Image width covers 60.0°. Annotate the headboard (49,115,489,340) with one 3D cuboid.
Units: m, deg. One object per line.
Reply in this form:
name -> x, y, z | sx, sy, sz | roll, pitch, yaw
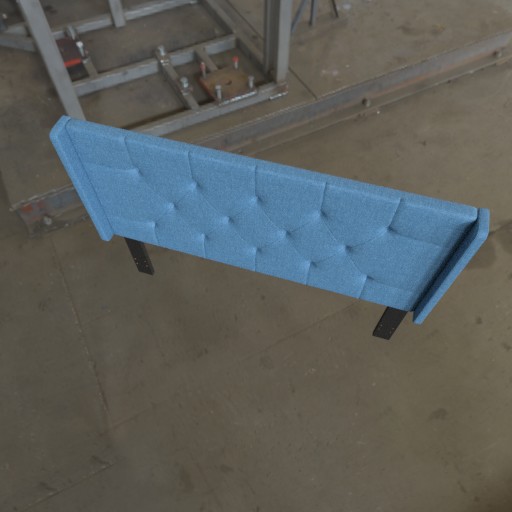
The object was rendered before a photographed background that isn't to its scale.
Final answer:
headboard -> 0.000, 0.000, 2.662 | 2.051, 1.524, 0.184 | 14, 59, 9
